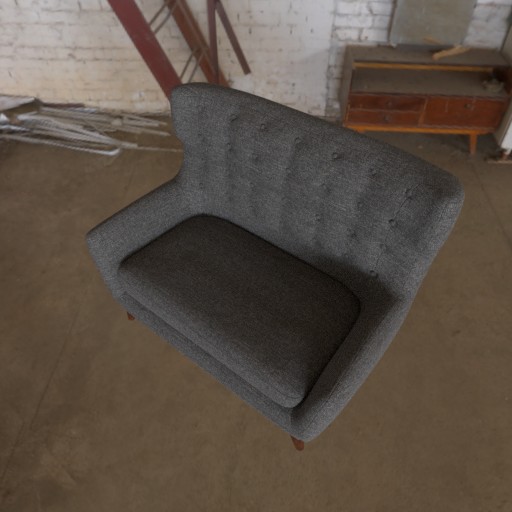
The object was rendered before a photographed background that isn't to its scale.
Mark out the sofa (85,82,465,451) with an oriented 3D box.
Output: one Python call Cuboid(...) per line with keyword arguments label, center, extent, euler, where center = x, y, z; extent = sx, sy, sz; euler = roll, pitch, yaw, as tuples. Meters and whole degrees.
Cuboid(label="sofa", center=(0.000, 0.000, 1.969), extent=(1.358, 1.028, 0.874), euler=(30, 52, 26))
